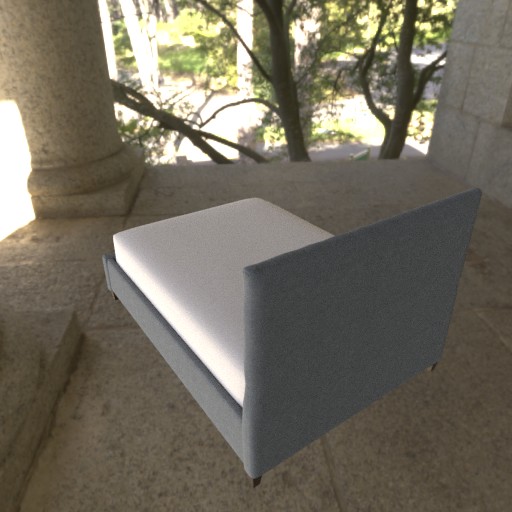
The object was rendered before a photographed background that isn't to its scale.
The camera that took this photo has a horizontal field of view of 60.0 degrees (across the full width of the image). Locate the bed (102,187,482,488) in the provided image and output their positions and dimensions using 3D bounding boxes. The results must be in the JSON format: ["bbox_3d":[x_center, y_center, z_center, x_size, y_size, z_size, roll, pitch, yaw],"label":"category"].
[{"bbox_3d":[0.000,0.000,3.355,1.698,1.411,2.335,-19,34,-30],"label":"bed"}]
